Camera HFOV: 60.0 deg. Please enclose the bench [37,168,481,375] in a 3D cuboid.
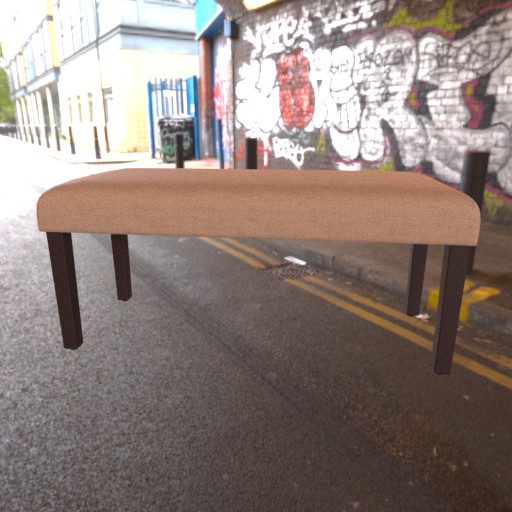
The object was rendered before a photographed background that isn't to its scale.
[{"bbox_3d":[0.000,0.000,1.232,1.013,0.456,0.407,2,17,7],"label":"bench"}]
